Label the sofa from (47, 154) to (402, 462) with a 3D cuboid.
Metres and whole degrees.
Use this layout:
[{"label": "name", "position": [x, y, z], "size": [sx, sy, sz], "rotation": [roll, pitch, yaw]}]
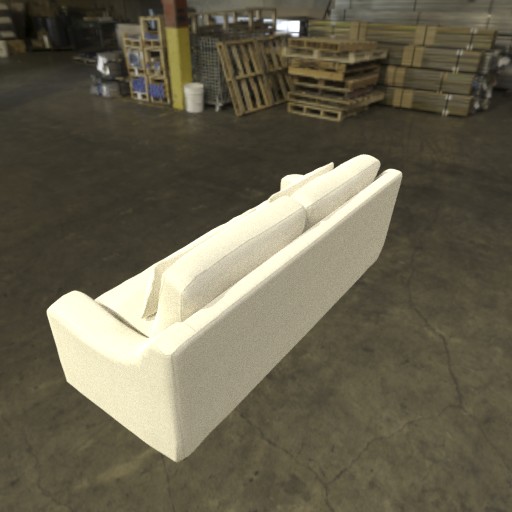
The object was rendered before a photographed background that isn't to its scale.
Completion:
[{"label": "sofa", "position": [0.000, 0.000, 2.976], "size": [1.009, 1.022, 2.470], "rotation": [21, 37, 30]}]
